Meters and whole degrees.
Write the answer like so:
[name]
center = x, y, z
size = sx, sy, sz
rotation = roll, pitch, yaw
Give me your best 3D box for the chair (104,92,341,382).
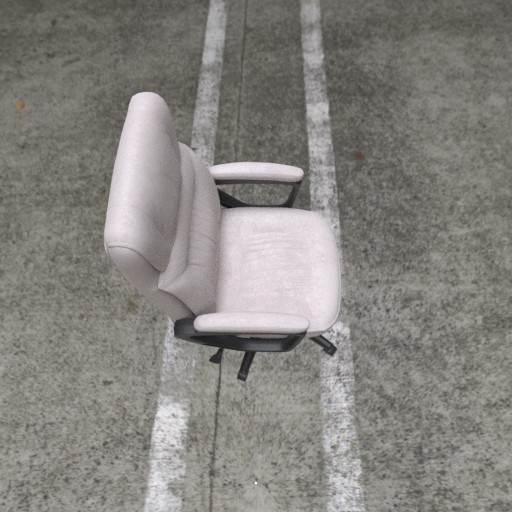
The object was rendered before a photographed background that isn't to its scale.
[chair]
center = 0.000, 0.000, 1.576
size = 0.724, 1.105, 0.667
rotation = 1, 63, 0
